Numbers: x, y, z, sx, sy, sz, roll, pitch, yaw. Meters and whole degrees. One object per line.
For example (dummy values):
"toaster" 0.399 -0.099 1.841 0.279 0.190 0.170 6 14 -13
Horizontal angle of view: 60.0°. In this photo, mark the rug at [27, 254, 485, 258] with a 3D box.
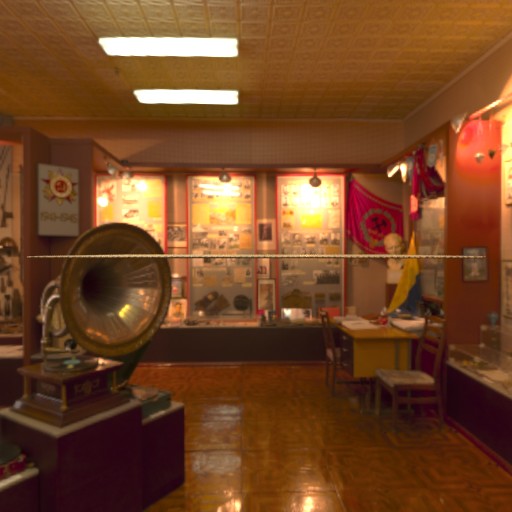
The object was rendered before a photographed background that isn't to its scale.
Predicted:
"rug" 0.000 0.000 4.265 3.207 0.014 2.439 0 0 0
